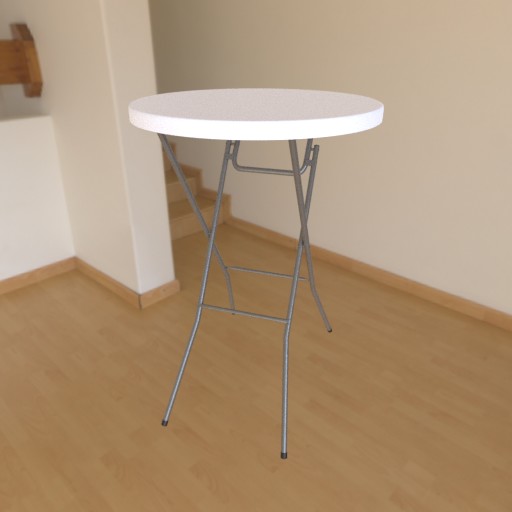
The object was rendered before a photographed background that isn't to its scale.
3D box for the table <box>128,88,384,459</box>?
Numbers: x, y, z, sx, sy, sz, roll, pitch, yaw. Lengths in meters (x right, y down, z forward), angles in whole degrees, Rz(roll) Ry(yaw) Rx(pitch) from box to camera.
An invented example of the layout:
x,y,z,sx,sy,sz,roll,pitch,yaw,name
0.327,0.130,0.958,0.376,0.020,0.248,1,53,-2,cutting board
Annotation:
x,y,z,sx,sy,sz,roll,pitch,yaw,name
0.000,0.000,1.658,0.792,1.105,0.795,8,27,16,table
